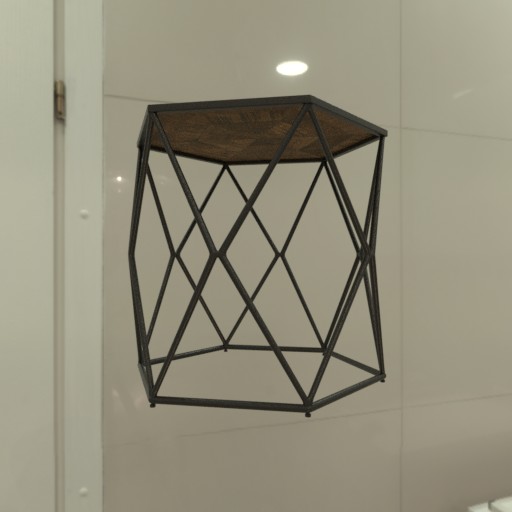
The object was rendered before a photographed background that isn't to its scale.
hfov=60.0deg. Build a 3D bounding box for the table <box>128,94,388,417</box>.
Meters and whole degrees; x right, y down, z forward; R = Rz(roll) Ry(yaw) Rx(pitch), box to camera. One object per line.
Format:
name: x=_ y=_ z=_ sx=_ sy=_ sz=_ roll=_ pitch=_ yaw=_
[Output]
table: x=0.000 y=0.000 z=1.042 sx=0.579 sy=0.564 sz=0.578 roll=0 pitch=0 yaw=-19
